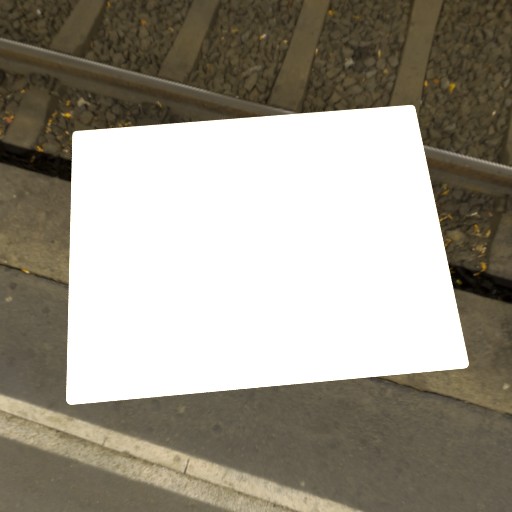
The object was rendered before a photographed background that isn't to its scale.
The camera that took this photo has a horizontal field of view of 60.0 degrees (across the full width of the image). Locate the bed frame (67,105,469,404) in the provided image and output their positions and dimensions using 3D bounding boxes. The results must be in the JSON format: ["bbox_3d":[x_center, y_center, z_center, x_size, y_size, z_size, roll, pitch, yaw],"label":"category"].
[{"bbox_3d":[0.000,0.000,2.736,2.072,0.659,1.557,-5,75,-1],"label":"bed frame"}]
